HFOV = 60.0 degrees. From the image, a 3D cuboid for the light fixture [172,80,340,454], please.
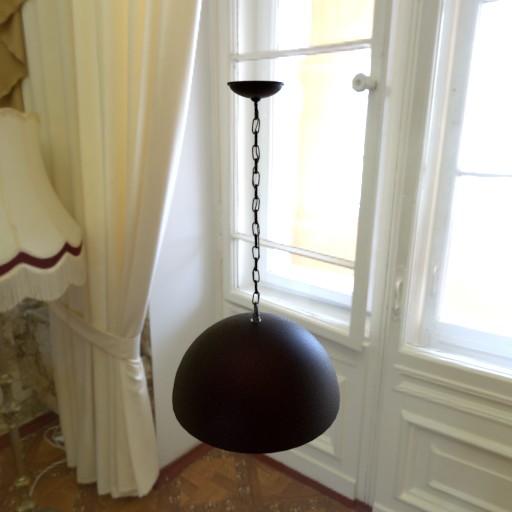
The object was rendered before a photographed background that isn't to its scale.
[{"bbox_3d":[0.000,0.000,1.192,0.492,0.869,0.492,-3,17,-9],"label":"light fixture"}]
